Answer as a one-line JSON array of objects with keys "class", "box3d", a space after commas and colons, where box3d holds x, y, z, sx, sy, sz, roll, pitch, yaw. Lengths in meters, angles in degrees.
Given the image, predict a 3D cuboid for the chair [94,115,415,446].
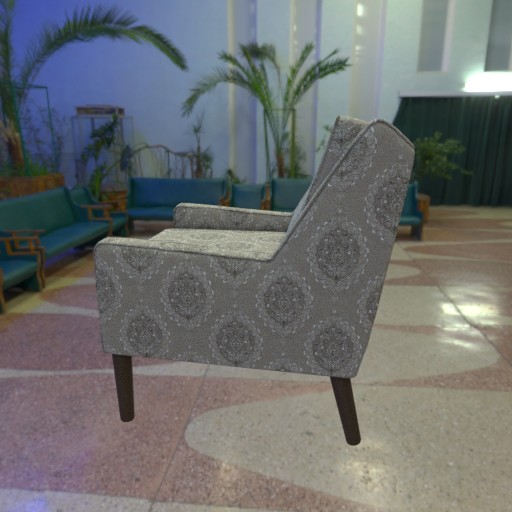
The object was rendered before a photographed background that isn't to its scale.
[{"class": "chair", "box3d": [0.000, 0.000, 1.332, 0.750, 0.797, 0.665, 2, 16, 9]}]
